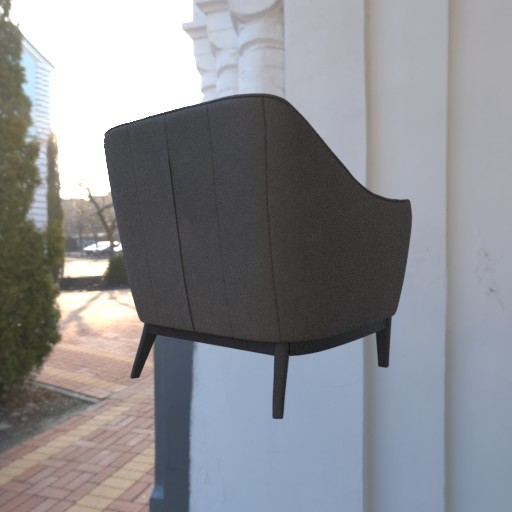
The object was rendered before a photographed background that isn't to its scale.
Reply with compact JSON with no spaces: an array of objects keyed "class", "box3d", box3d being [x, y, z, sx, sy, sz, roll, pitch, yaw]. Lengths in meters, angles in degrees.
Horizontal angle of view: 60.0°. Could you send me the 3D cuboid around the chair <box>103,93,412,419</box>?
[{"class":"chair","box3d":[0.000,0.000,1.573,0.871,0.830,0.852,1,2,37]}]
